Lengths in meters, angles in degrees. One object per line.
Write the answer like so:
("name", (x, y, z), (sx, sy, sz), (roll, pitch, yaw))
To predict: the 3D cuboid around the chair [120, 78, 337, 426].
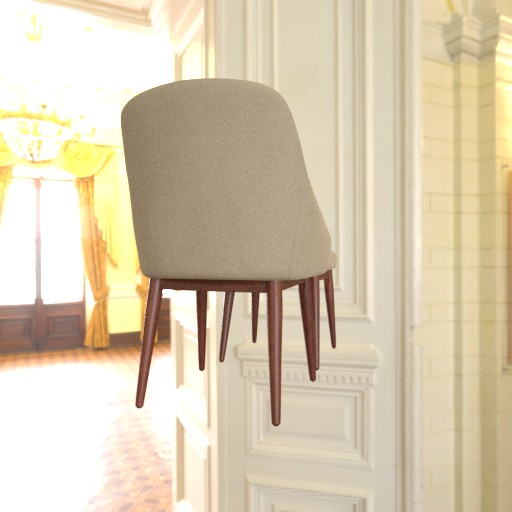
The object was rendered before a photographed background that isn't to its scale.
("chair", (0.000, 0.000, 1.607), (0.584, 0.866, 1.114), (0, 0, 19))
